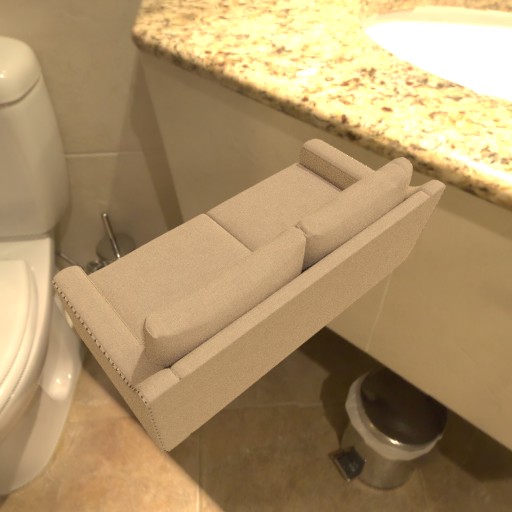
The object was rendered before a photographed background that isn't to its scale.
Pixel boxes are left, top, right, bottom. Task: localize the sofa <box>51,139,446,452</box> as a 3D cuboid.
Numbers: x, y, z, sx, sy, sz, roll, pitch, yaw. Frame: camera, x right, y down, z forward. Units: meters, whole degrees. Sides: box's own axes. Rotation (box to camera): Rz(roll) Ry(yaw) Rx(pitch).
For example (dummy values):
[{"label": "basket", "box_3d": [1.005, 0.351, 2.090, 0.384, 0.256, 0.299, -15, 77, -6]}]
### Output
[{"label": "sofa", "box_3d": [0.000, 0.000, 2.729, 2.107, 0.983, 1.104, -33, 55, -26]}]
